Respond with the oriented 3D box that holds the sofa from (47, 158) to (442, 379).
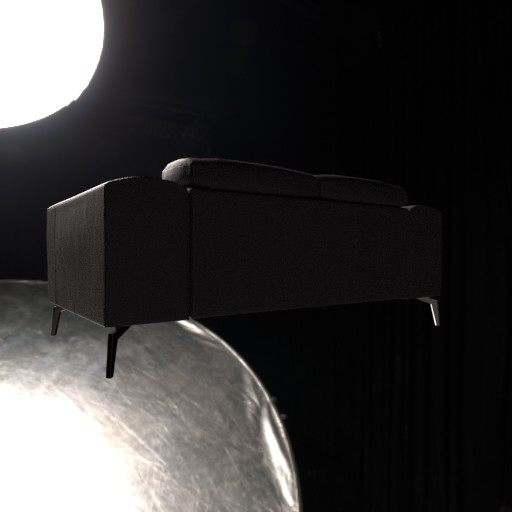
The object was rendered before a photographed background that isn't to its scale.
[{"bbox_3d":[0.000,0.000,2.346,1.895,0.779,1.003,0,0,-35],"label":"sofa"}]
